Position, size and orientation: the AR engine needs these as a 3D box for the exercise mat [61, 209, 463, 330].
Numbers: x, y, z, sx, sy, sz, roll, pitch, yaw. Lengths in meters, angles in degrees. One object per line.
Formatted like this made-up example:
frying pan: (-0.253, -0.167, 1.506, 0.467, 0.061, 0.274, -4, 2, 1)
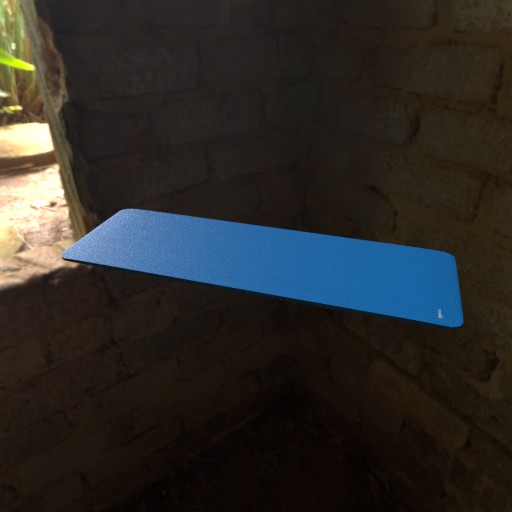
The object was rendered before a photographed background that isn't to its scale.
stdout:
exercise mat: (0.000, 0.000, 2.182, 1.869, 0.021, 0.616, 9, 31, 15)
